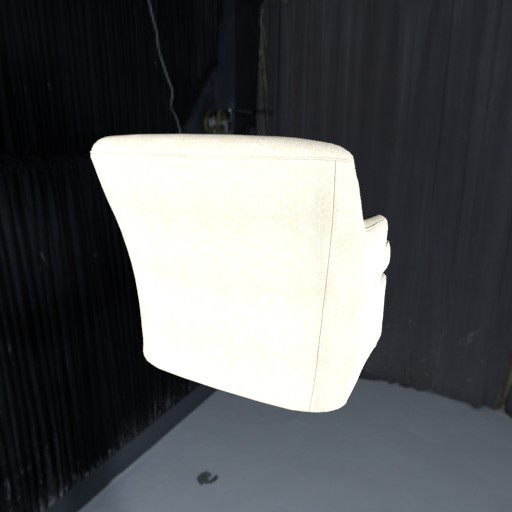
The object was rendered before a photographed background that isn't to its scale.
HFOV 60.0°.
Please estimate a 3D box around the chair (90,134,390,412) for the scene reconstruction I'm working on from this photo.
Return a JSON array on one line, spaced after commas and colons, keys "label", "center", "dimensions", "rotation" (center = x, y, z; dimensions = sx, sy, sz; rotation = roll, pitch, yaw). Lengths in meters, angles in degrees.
[{"label": "chair", "center": [0.000, 0.000, 1.601], "dimensions": [0.864, 0.856, 0.923], "rotation": [8, 18, 27]}]
